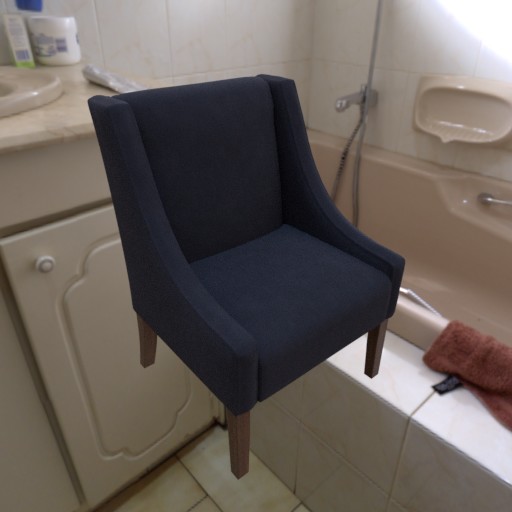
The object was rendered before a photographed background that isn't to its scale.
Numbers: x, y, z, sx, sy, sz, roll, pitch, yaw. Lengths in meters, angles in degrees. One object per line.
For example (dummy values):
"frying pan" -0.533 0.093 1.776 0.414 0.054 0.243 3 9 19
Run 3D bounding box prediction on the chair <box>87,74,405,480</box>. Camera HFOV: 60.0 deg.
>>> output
"chair" 0.000 0.000 1.301 0.629 0.895 0.629 -23 37 -33
